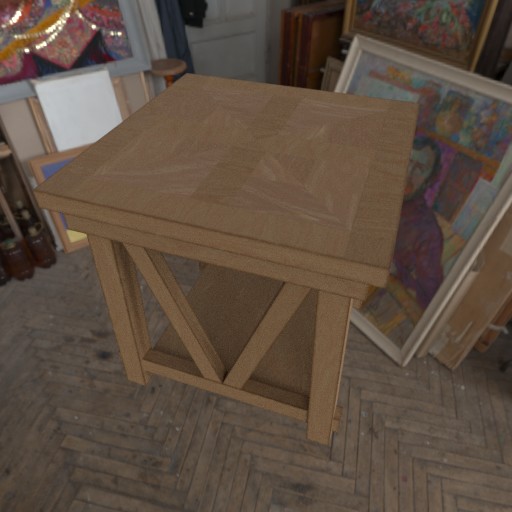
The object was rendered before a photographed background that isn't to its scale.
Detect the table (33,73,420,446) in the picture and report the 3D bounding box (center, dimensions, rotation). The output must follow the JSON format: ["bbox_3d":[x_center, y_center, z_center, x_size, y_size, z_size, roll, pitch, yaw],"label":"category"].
[{"bbox_3d":[0.000,0.000,1.122,0.612,0.638,0.610,13,43,14],"label":"table"}]
